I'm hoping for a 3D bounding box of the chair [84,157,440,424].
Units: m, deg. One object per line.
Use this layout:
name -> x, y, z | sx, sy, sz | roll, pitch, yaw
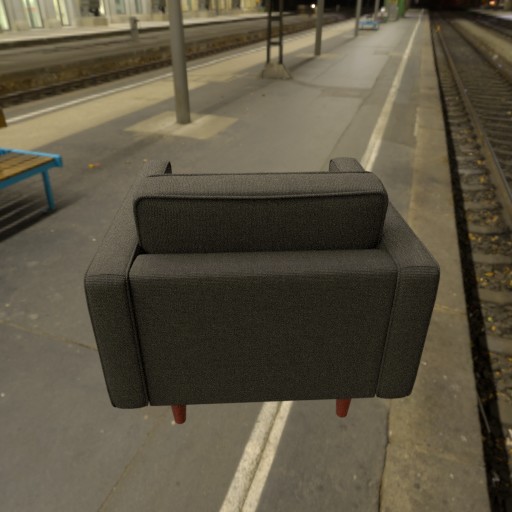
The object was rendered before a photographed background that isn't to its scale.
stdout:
chair -> 0.000, 0.000, 1.561 | 0.899, 0.770, 0.919 | -1, 30, -2
